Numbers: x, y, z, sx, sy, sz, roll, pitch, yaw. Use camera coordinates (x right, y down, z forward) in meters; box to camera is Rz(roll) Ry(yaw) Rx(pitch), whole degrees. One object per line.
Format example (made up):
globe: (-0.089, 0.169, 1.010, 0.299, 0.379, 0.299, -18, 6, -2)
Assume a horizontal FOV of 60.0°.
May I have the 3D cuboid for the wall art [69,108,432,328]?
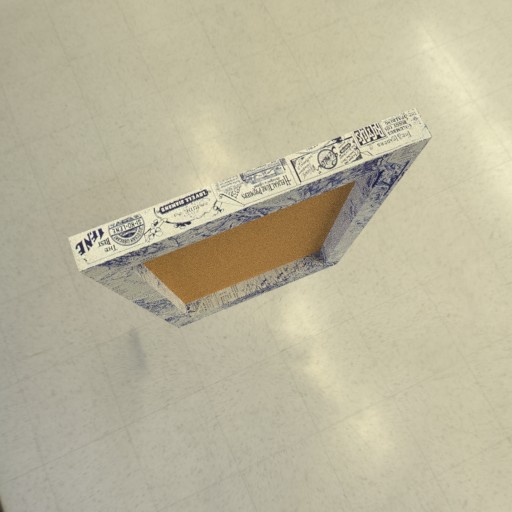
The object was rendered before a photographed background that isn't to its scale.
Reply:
wall art: (0.000, 0.000, 0.768, 0.408, 0.601, 0.040, -22, 76, -5)
